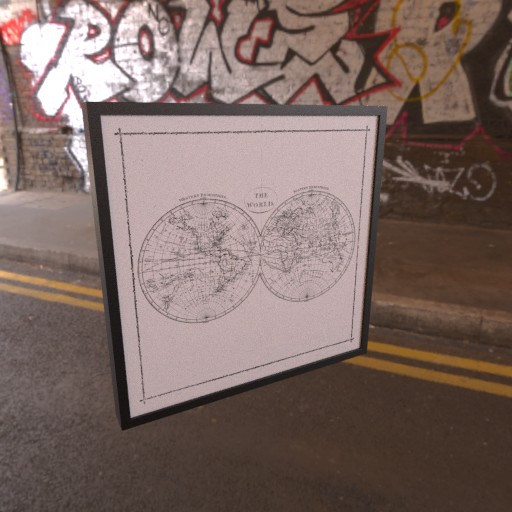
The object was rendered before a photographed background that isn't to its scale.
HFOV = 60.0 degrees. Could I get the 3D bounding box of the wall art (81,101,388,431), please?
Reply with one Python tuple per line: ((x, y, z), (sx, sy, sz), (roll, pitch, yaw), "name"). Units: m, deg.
((0.000, 0.000, 0.492), (0.327, 0.318, 0.029), (-9, 20, -27), "wall art")
